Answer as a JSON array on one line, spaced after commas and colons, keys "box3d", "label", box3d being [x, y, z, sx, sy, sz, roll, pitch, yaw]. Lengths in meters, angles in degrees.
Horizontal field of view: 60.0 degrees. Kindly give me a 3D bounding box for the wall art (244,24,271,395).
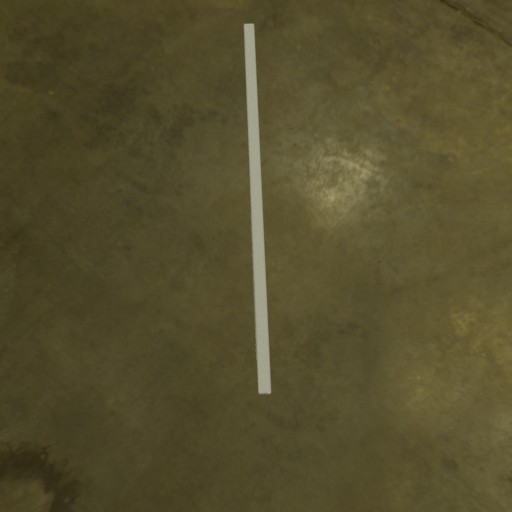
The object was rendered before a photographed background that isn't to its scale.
[{"box3d": [0.000, 0.000, 0.679, 0.012, 0.529, 0.374, -2, 76, -1], "label": "wall art"}]
